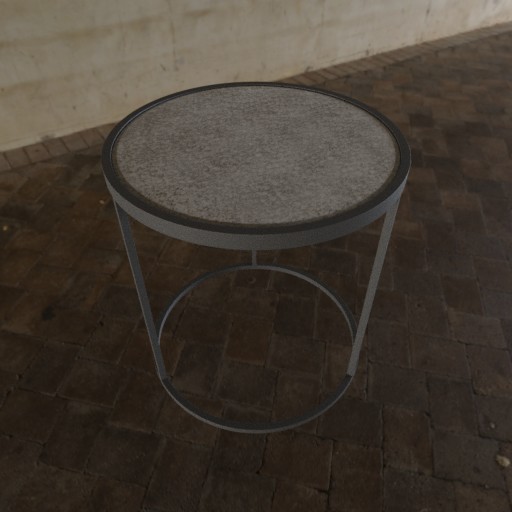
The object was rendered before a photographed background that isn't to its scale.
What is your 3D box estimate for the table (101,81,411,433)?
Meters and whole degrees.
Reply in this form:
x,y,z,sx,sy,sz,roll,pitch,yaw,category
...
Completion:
x,y,z,sx,sy,sz,roll,pitch,yaw,category
0.000,0.000,0.861,0.470,0.498,0.470,0,42,0,table
